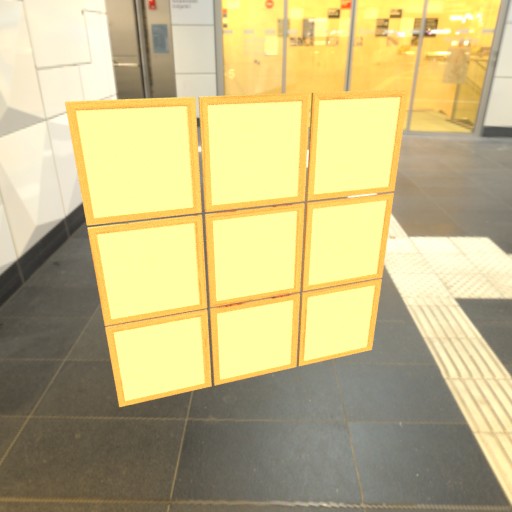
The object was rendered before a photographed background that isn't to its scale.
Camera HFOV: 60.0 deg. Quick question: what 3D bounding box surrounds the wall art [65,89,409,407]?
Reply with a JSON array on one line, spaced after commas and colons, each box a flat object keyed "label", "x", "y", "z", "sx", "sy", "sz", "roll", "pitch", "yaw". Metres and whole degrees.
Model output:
[{"label": "wall art", "x": 0.000, "y": 0.000, "z": 1.774, "sx": 1.214, "sy": 1.219, "sz": 0.013, "roll": -8, "pitch": 27, "yaw": -17}]
